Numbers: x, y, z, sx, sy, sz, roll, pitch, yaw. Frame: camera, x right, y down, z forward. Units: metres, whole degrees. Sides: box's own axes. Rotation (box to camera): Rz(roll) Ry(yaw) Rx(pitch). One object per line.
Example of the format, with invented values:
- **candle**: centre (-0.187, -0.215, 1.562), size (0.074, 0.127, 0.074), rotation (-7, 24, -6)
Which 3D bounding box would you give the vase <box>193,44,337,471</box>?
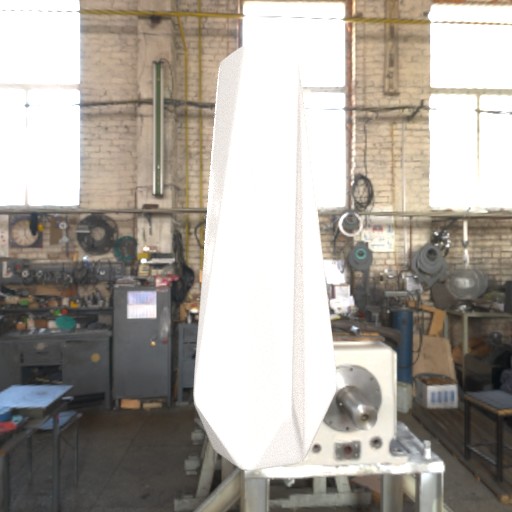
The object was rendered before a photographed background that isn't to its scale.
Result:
- **vase**: centre (0.000, 0.000, 0.373), size (0.116, 0.329, 0.122), rotation (0, 0, -35)
